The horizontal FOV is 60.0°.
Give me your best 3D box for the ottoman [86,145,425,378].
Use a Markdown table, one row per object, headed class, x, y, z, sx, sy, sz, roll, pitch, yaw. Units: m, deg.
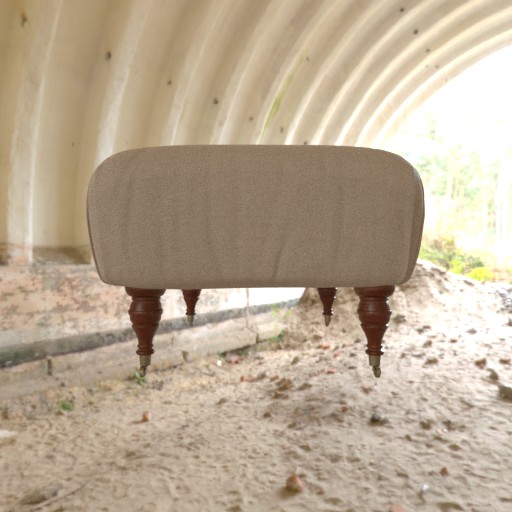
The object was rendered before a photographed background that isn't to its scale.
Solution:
| class | x | y | z | sx | sy | sz | roll | pitch | yaw |
| --- | --- | --- | --- | --- | --- | --- | --- | --- | --- |
| ottoman | 0.000 | 0.000 | 1.116 | 0.622 | 0.450 | 0.746 | 0 | 0 | 0 |
